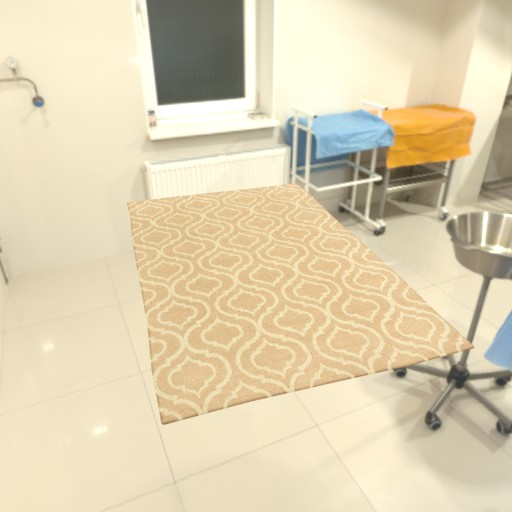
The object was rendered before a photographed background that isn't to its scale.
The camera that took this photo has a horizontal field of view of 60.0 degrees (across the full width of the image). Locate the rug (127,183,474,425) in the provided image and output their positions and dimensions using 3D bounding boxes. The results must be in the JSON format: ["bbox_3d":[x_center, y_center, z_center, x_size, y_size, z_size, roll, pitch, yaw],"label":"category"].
[{"bbox_3d":[0.000,0.000,2.200,1.152,0.013,1.761,-9,31,-15],"label":"rug"}]
